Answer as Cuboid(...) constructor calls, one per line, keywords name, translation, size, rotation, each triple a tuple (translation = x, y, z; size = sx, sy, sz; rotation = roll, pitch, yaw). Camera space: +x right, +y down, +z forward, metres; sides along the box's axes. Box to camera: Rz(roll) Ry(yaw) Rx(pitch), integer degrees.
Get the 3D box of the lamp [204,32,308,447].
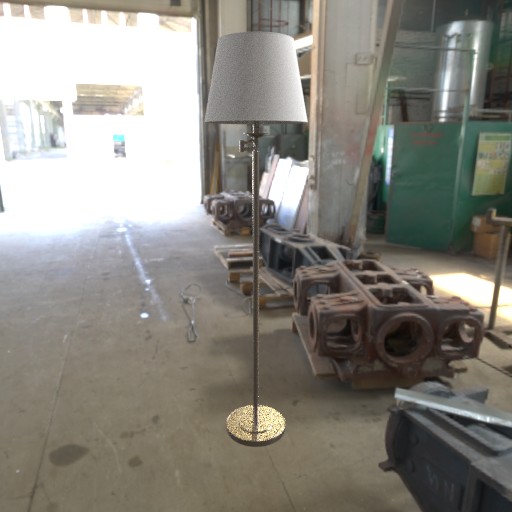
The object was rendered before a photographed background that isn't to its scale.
Cuboid(name="lamp", translation=(0.000, 0.000, 1.653), size=(0.355, 1.473, 0.355), rotation=(0, 15, 0))
